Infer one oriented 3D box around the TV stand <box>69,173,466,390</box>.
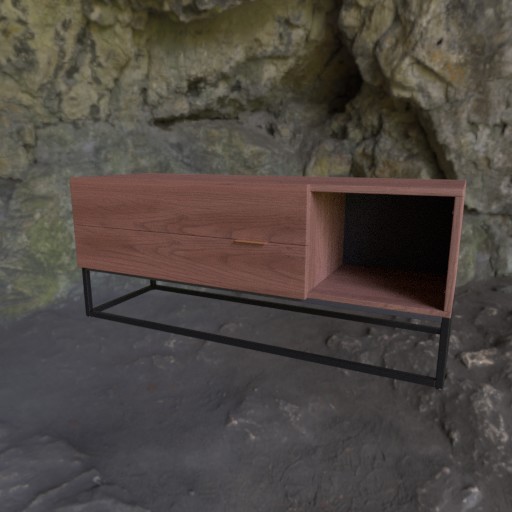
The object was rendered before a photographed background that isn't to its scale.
[{"bbox_3d":[0.000,0.000,1.455,1.200,0.500,0.415,6,14,25],"label":"TV stand"}]
